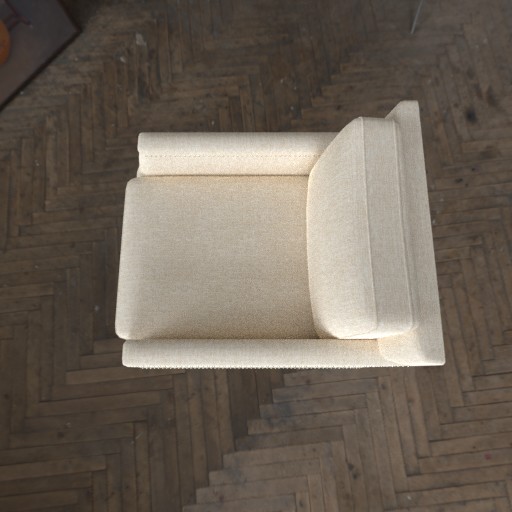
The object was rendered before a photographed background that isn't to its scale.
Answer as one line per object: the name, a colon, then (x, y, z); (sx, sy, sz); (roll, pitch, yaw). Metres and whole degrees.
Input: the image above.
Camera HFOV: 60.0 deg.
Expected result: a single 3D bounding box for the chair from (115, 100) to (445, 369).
chair: (0.000, 0.000, 1.709); (1.041, 0.940, 0.838); (0, 75, 0)
